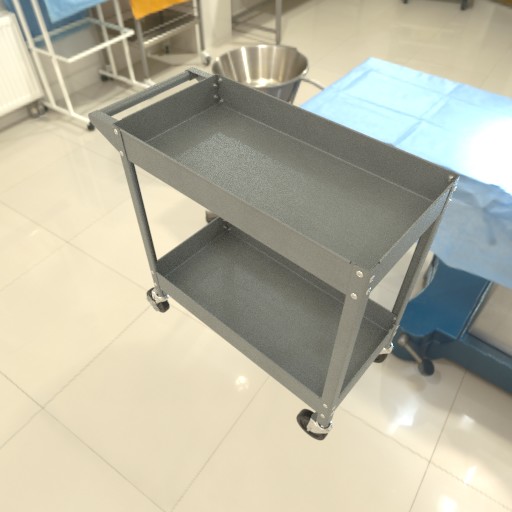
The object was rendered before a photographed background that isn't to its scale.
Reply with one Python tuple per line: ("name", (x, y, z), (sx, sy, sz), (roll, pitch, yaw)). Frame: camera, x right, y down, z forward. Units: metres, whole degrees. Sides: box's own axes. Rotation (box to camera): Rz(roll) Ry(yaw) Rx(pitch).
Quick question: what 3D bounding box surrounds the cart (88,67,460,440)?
("cart", (0.000, 0.000, 1.205), (0.779, 0.719, 0.366), (33, 55, 27))
